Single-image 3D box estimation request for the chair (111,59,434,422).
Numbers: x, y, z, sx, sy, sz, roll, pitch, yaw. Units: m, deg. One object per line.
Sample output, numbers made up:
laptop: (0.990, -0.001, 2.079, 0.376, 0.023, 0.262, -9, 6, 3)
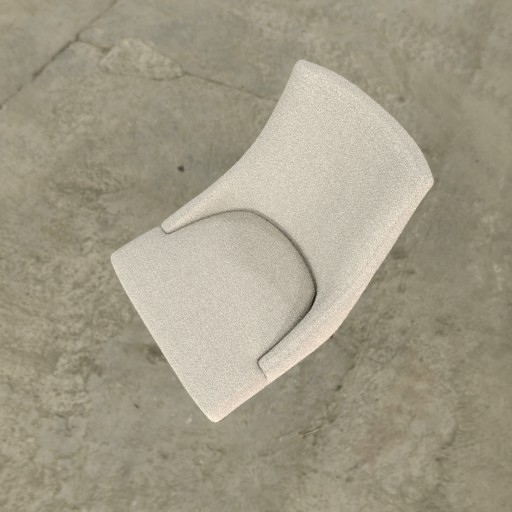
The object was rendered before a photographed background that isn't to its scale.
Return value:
chair: (0.000, 0.000, 1.517, 0.861, 0.909, 0.701, -32, 67, -15)
